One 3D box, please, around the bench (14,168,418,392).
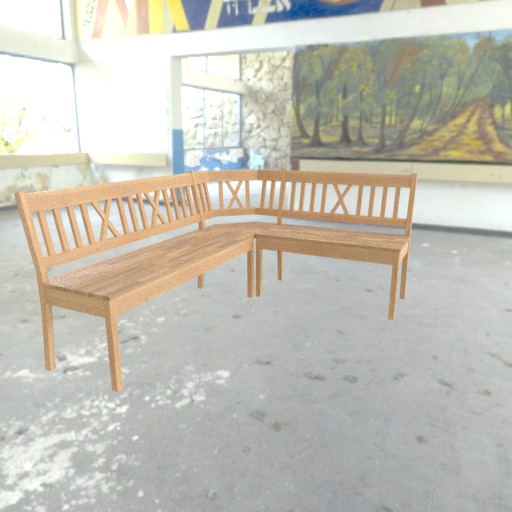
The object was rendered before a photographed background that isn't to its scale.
[{"bbox_3d":[0.000,0.000,2.674,1.537,0.902,1.937,7,17,25],"label":"bench"}]
